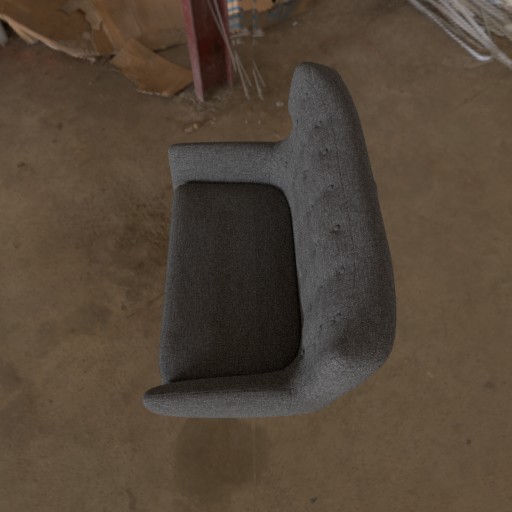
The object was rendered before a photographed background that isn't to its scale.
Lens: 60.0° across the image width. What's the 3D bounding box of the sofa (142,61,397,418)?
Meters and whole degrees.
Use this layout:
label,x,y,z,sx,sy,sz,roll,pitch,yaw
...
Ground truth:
label,x,y,z,sx,sy,sz,roll,pitch,yaw
sofa,0.000,0.000,1.975,0.874,1.028,1.358,-1,58,-1
